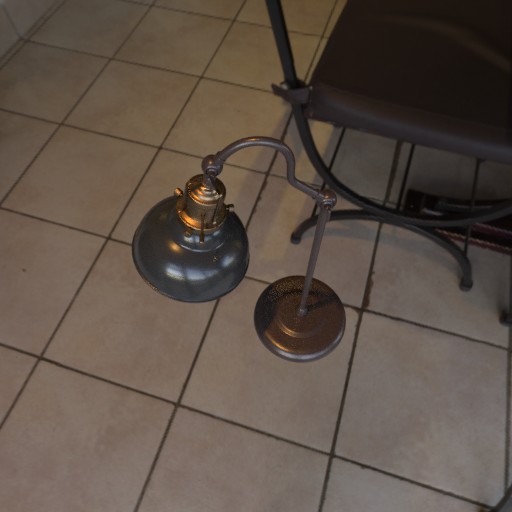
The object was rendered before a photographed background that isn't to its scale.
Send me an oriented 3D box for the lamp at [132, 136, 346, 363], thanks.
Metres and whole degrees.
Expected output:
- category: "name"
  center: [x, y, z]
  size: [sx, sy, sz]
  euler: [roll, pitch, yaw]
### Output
- category: "lamp"
  center: [0.000, 0.000, 0.708]
  size: [0.374, 0.508, 0.192]
  euler: [-1, 59, -1]
